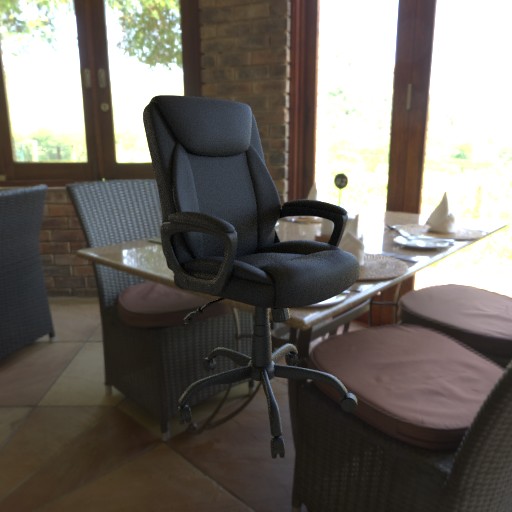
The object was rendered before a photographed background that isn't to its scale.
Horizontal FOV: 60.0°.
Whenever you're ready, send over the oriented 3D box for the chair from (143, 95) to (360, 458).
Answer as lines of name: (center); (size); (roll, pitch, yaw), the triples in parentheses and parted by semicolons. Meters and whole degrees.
chair: (0.000, 0.000, 1.518); (0.615, 1.072, 0.655); (-12, 18, -42)
